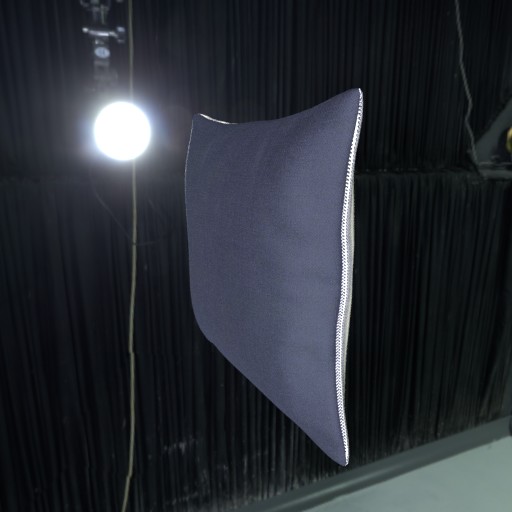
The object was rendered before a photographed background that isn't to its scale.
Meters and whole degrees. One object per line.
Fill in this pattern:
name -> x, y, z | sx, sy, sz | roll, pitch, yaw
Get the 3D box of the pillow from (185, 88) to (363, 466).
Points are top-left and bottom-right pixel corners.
pillow -> 0.000, 0.000, 0.785 | 0.166, 0.508, 0.520 | -8, 16, -27
